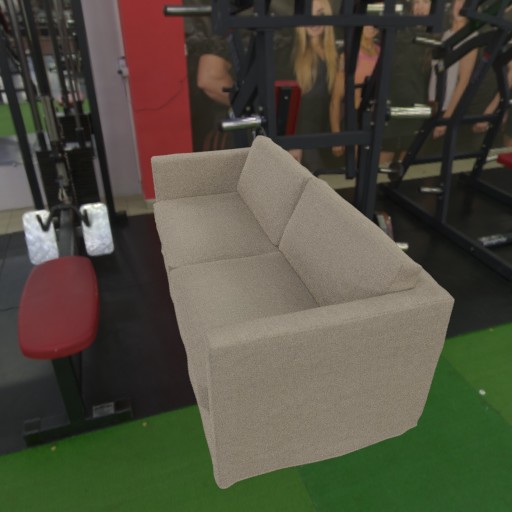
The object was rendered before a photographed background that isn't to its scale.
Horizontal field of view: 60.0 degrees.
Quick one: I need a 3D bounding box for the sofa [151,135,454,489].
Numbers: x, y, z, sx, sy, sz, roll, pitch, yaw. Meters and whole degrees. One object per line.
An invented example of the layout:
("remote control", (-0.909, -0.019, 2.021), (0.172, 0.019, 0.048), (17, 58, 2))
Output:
("sofa", (0.000, 0.000, 2.438), (0.956, 0.847, 1.987), (-9, 32, -14))
